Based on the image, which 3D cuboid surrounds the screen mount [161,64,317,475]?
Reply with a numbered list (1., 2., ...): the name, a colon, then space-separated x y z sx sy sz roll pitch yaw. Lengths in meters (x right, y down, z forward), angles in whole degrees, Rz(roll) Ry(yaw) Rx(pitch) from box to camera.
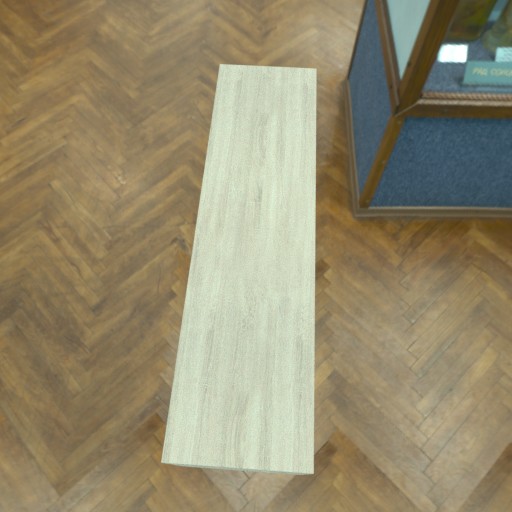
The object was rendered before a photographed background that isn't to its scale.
1. screen mount: 0.000 0.000 1.721 0.400 0.510 1.500 3 63 2
